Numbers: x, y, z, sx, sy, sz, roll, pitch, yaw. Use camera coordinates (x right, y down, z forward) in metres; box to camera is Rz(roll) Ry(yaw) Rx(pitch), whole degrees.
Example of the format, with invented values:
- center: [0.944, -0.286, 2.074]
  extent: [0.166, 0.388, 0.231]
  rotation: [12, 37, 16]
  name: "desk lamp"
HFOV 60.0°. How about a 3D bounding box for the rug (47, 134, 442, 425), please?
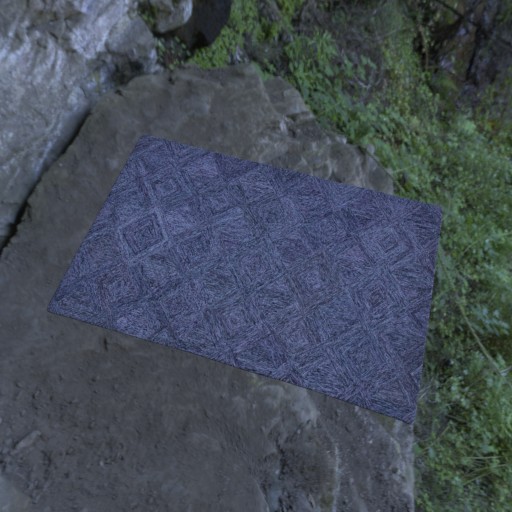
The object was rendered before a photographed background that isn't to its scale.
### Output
- center: [0.000, 0.000, 2.243]
  extent: [1.752, 0.013, 1.158]
  rotation: [15, 64, 8]
  name: "rug"
